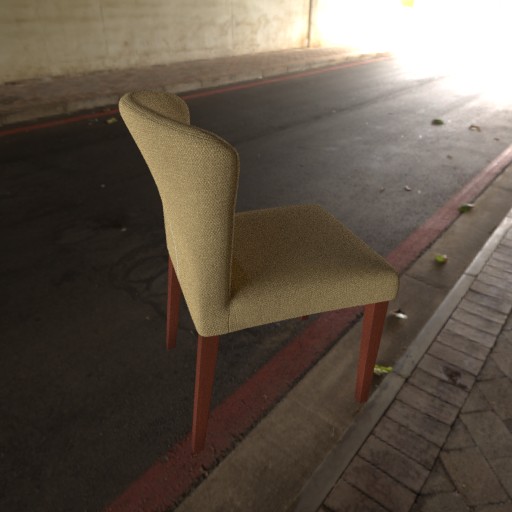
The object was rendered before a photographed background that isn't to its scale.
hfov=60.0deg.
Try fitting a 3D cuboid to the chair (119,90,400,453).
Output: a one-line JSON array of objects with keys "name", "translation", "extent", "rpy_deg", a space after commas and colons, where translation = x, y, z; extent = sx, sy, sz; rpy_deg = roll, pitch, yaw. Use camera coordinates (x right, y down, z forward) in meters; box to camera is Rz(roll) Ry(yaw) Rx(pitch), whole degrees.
[{"name": "chair", "translation": [0.000, 0.000, 1.183], "extent": [0.589, 0.839, 0.491], "rpy_deg": [-10, 31, -16]}]
